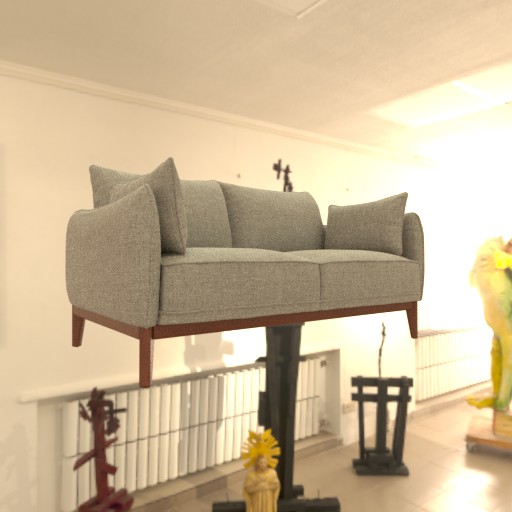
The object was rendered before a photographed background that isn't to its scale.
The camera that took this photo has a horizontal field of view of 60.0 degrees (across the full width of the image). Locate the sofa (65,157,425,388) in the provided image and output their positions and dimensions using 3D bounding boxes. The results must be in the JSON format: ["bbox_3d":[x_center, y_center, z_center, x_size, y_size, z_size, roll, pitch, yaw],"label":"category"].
[{"bbox_3d":[0.000,0.000,2.168,1.580,0.851,0.972,0,0,-37],"label":"sofa"}]
